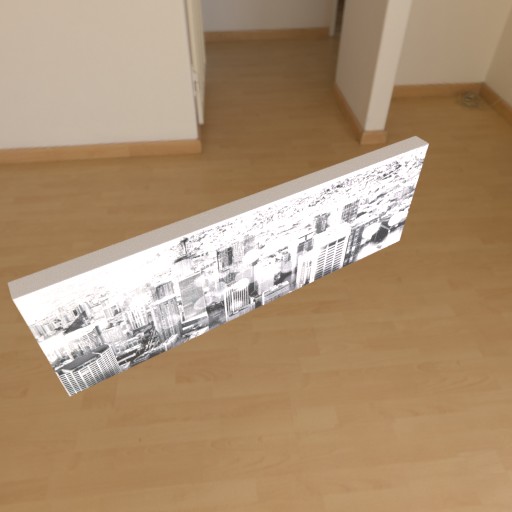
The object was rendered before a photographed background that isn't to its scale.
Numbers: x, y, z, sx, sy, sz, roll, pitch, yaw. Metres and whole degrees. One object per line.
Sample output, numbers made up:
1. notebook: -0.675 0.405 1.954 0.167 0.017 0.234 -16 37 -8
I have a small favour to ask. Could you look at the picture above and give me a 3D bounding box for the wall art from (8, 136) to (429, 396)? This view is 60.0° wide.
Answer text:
1. wall art: 0.000 0.000 0.819 0.763 0.255 0.038 -23 49 -22
